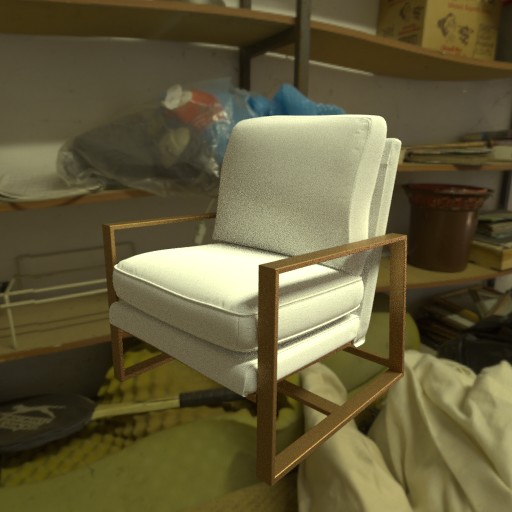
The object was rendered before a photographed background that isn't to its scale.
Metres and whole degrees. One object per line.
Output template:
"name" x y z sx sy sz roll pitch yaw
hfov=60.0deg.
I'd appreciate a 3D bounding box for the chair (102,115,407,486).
"chair" 0.000 0.000 1.562 0.805 0.966 0.813 14 20 41
